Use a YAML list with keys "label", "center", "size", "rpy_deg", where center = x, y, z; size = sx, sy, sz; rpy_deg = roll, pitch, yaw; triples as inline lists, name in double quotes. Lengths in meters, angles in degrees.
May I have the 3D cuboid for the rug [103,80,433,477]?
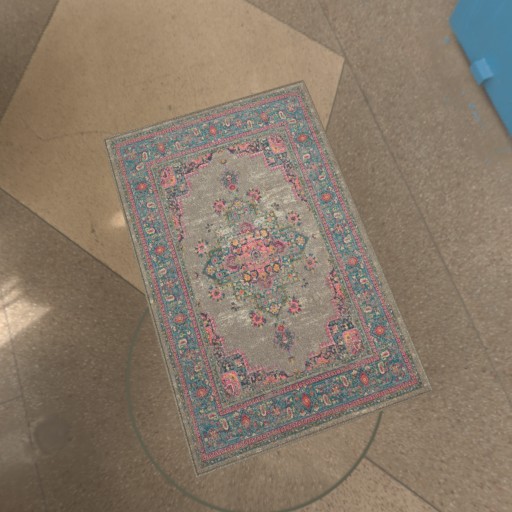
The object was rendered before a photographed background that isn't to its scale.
- label: "rug"
  center: [0.000, 0.000, 2.203]
  size: [1.144, 0.014, 1.748]
  rpy_deg: [-18, 76, -5]
